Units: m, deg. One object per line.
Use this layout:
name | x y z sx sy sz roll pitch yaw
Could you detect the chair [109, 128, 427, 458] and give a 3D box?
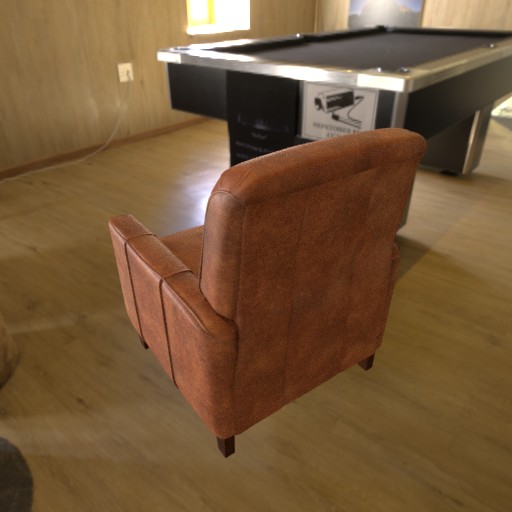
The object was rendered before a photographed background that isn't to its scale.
chair | 0.000 0.000 1.667 0.843 1.043 0.836 -20 37 -30
